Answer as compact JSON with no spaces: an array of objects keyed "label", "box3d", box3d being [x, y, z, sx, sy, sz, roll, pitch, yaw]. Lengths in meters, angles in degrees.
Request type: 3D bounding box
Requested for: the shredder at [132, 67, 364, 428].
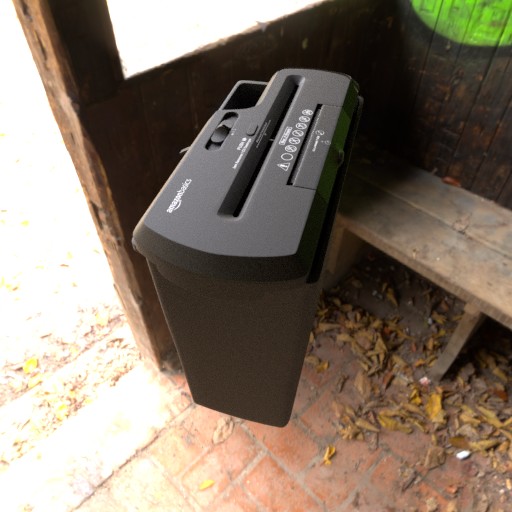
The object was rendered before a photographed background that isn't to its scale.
[{"label":"shredder","box3d":[0.000,0.000,0.519,0.170,0.335,0.320,12,48,11]}]
